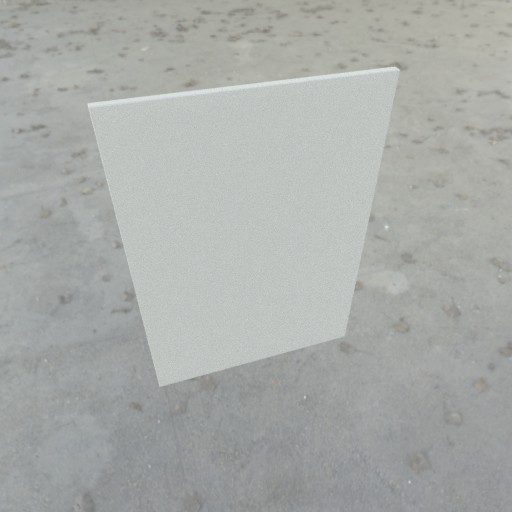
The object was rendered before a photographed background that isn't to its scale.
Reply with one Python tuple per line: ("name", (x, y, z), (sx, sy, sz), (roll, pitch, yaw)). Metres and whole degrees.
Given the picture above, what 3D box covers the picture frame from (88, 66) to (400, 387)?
("picture frame", (0.000, 0.000, 0.696), (0.381, 0.534, 0.012), (-12, 43, -14))
